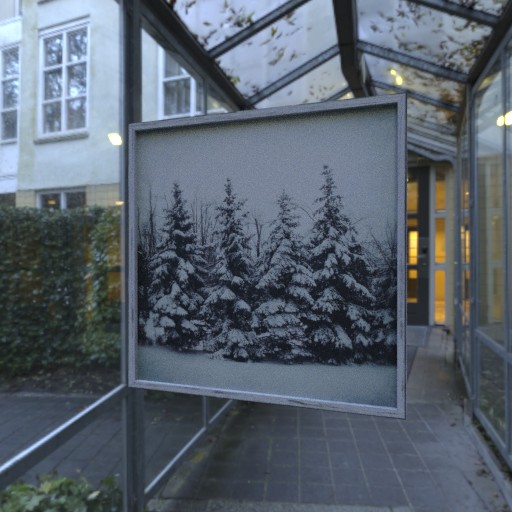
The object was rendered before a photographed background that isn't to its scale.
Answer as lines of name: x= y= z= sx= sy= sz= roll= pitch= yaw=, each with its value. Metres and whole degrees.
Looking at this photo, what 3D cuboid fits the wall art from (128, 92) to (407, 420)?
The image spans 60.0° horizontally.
wall art: x=0.000 y=0.000 z=0.785 sx=0.506 sy=0.506 sz=0.038 roll=0 pitch=0 yaw=19
